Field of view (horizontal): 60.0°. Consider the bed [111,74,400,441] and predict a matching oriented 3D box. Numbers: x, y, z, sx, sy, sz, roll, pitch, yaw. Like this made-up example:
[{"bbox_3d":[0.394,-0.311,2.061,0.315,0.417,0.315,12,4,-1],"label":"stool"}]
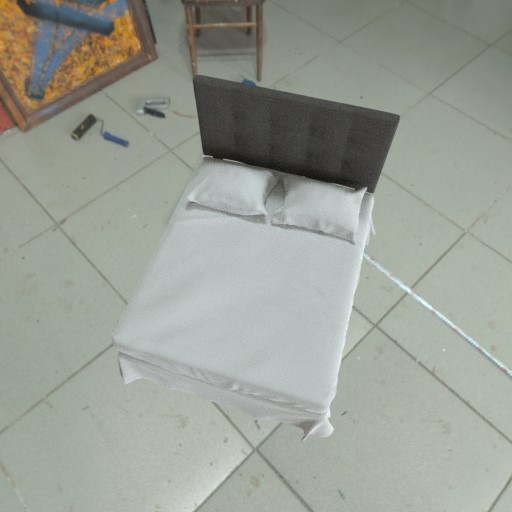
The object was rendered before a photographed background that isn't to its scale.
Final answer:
[{"bbox_3d":[0.000,0.000,3.552,1.936,1.577,2.222,15,60,9],"label":"bed"}]
